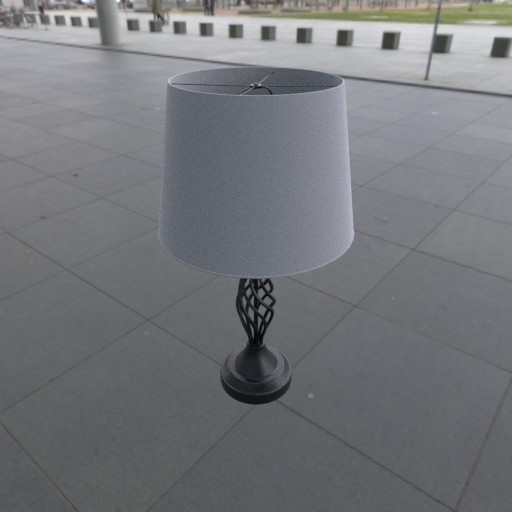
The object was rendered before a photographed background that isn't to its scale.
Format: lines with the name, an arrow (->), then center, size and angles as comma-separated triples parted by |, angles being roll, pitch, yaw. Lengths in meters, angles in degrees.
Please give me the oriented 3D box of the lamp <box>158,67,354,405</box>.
lamp -> 0.000, 0.000, 0.791 | 0.331, 0.594, 0.331 | 0, 30, 0
